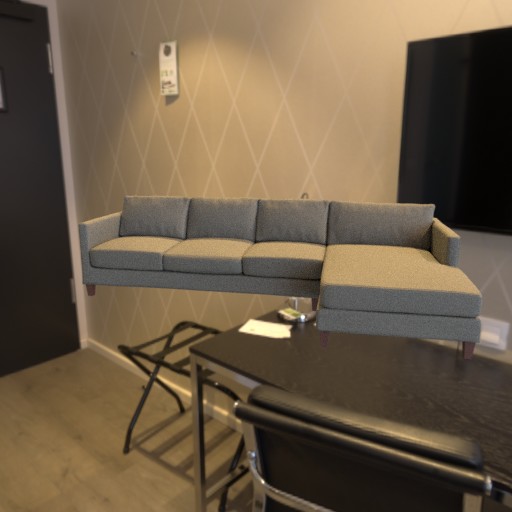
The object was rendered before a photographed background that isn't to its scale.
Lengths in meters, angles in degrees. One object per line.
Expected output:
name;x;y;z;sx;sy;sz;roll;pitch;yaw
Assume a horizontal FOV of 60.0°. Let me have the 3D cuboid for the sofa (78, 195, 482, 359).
sofa;0.000;0.000;3.773;3.186;0.861;1.625;3;14;11
